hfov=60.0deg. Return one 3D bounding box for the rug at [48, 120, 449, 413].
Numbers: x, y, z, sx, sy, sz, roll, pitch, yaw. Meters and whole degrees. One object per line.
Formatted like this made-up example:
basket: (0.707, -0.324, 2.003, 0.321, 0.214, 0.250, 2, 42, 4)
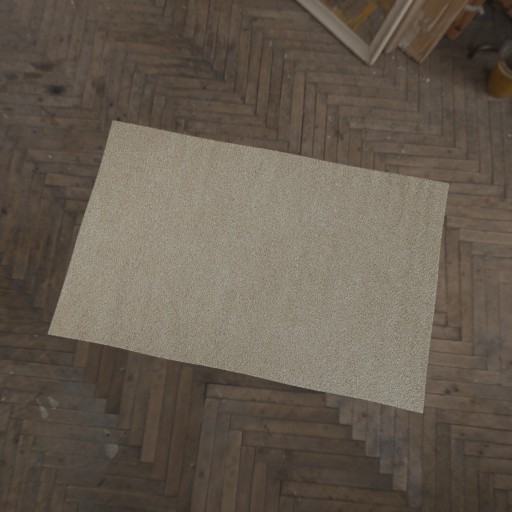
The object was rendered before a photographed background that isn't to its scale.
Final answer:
rug: (0.000, 0.000, 2.882, 2.346, 0.025, 1.500, 11, 77, 3)
